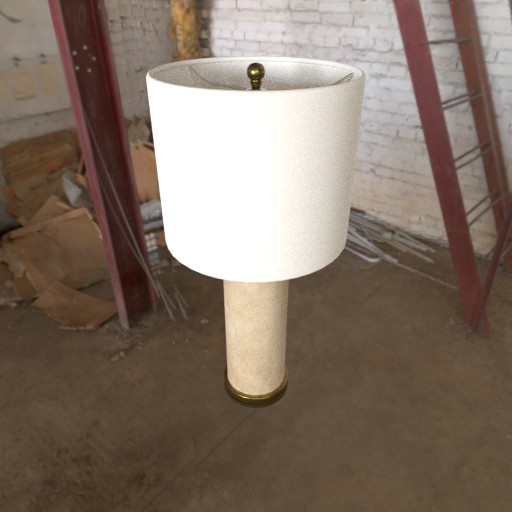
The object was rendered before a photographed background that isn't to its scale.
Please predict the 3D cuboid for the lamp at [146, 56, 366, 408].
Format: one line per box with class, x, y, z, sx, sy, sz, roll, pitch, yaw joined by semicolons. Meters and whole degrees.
lamp;0.000;0.000;0.786;0.305;0.634;0.305;-7;32;-12
